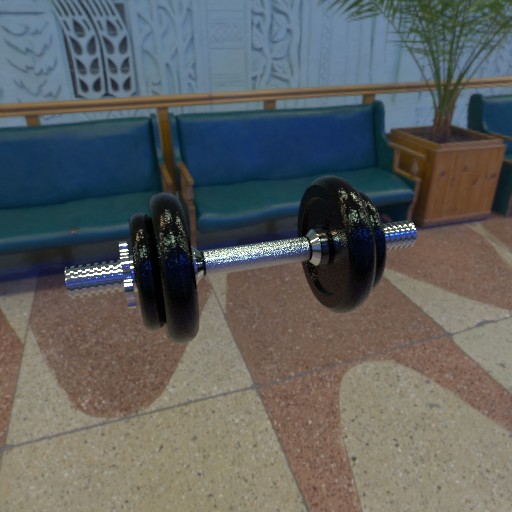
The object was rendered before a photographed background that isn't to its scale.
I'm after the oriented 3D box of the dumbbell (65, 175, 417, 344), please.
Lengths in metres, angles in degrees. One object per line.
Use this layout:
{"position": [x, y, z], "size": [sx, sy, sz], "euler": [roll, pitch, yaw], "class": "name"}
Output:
{"position": [0.000, 0.000, 0.622], "size": [0.497, 0.202, 0.202], "euler": [-8, 30, -14], "class": "dumbbell"}
